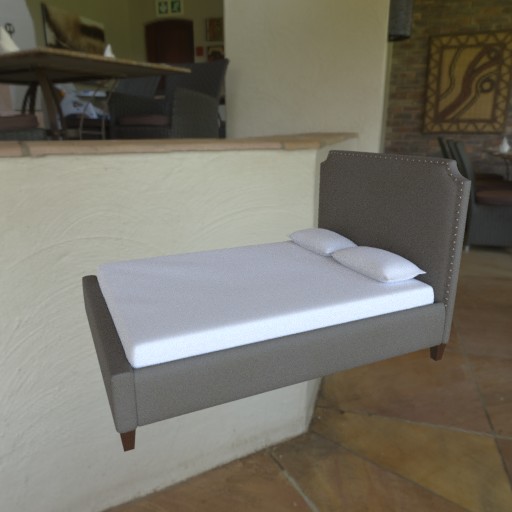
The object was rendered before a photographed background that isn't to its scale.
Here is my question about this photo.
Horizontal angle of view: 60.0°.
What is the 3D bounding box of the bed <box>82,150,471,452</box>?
[{"bbox_3d":[0.000,0.000,3.313,2.372,1.443,1.712,-8,18,-24],"label":"bed"}]
